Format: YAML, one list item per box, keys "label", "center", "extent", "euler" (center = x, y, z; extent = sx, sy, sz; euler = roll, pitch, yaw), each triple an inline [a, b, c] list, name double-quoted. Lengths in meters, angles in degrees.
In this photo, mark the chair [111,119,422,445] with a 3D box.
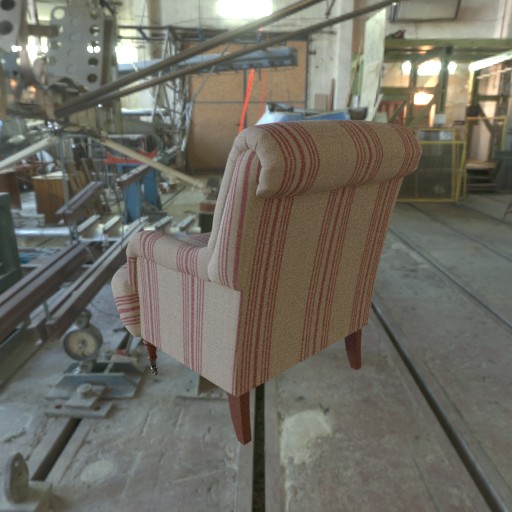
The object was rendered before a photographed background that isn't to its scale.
- label: "chair"
  center: [0.000, 0.000, 1.921]
  extent: [0.933, 1.123, 1.058]
  euler: [-16, 22, -42]
